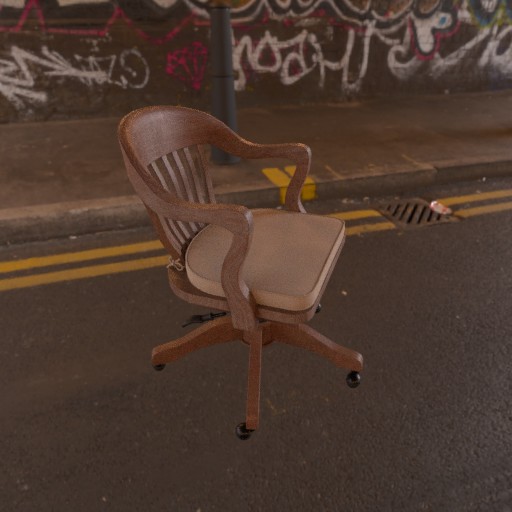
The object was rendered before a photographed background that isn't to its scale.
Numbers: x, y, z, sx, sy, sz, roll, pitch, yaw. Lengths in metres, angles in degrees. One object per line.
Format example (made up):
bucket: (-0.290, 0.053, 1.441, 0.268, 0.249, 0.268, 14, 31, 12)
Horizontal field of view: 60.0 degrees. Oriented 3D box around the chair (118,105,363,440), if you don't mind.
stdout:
chair: (0.000, 0.000, 1.459, 0.788, 0.878, 0.750, 11, 32, 18)
